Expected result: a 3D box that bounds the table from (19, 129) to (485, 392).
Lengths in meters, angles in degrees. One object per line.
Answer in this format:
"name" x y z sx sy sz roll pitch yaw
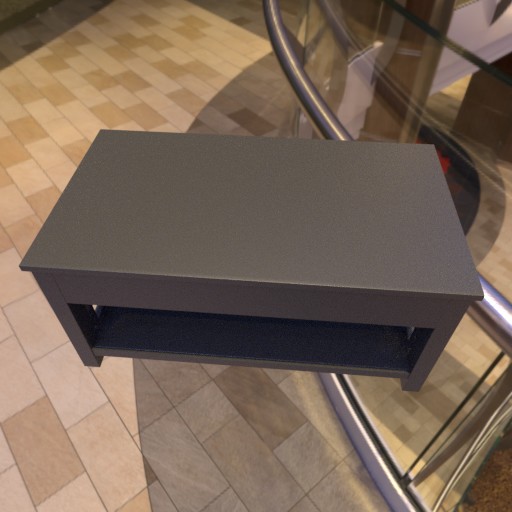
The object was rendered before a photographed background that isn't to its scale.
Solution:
"table" 0.000 0.000 1.398 1.068 0.493 0.612 4 47 3
